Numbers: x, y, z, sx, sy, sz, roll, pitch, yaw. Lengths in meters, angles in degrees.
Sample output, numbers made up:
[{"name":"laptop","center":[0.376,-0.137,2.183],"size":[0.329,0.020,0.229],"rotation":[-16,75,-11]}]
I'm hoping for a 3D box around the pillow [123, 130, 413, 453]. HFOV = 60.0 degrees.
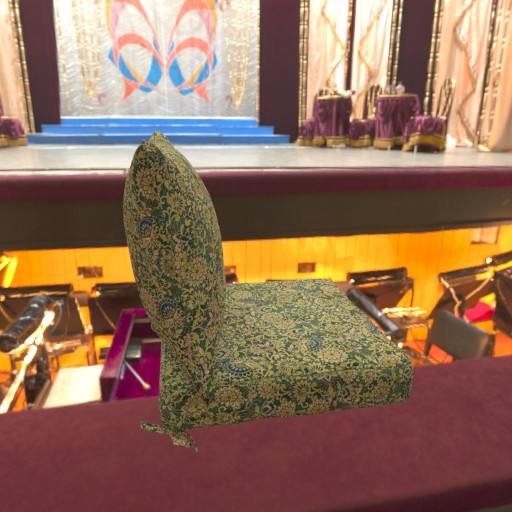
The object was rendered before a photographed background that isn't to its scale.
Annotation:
[{"name":"pillow","center":[0.000,0.000,1.342],"size":[0.740,0.722,0.798],"rotation":[-3,17,-10]}]
